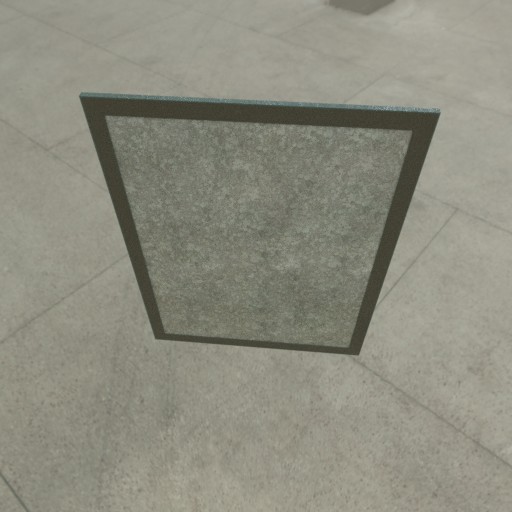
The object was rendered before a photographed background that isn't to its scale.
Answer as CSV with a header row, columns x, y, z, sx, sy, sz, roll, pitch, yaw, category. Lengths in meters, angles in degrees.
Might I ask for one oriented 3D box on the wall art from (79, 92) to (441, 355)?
x,y,z,sx,sy,sz,roll,pitch,yaw,category
0.000,0.000,1.308,0.767,0.983,0.030,4,48,4,wall art
